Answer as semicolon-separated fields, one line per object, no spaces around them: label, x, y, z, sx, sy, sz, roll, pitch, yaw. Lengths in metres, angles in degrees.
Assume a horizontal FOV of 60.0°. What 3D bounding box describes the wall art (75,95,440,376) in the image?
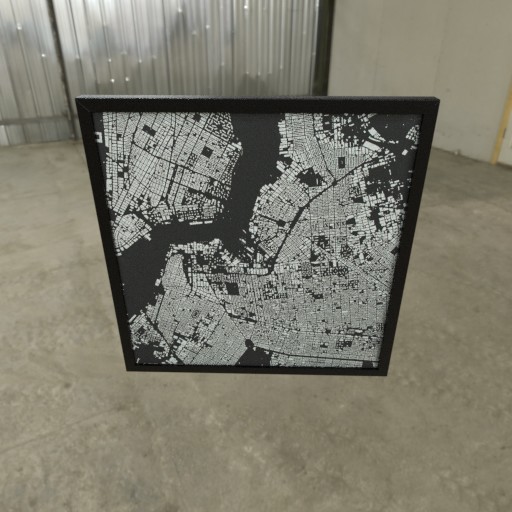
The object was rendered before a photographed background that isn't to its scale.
wall art;0.000;0.000;1.113;0.755;0.761;0.038;1;29;1
